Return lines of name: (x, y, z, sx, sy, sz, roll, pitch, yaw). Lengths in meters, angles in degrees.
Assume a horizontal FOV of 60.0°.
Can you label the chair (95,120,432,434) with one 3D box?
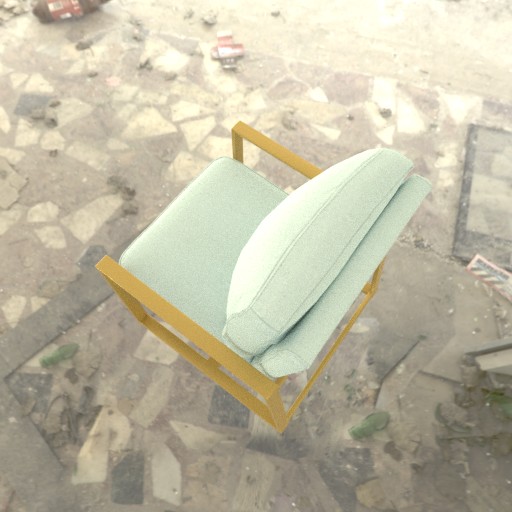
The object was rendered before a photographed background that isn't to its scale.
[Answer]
chair: (0.000, 0.000, 1.549, 0.813, 0.956, 0.758, 34, 69, 15)
